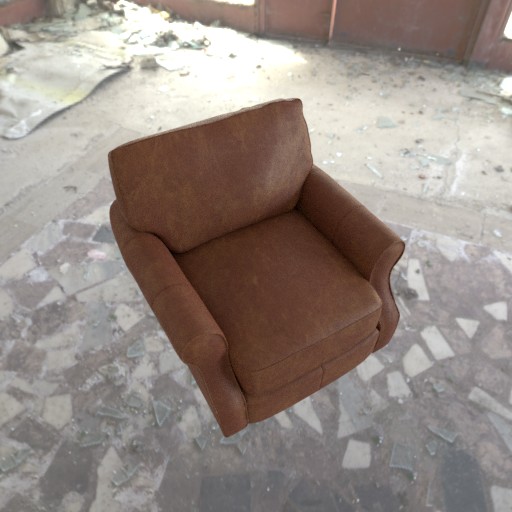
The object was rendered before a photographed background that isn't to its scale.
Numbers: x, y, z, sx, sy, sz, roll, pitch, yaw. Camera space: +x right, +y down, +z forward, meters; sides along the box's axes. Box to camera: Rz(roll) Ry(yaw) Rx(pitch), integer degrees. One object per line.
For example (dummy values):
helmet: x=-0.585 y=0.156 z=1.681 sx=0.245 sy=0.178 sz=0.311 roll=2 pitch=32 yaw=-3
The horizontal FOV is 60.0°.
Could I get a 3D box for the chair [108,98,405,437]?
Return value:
chair: x=0.000 y=0.000 z=1.840 sx=0.983 sy=0.962 sz=0.986 roll=-23 pitch=50 yaw=-21
